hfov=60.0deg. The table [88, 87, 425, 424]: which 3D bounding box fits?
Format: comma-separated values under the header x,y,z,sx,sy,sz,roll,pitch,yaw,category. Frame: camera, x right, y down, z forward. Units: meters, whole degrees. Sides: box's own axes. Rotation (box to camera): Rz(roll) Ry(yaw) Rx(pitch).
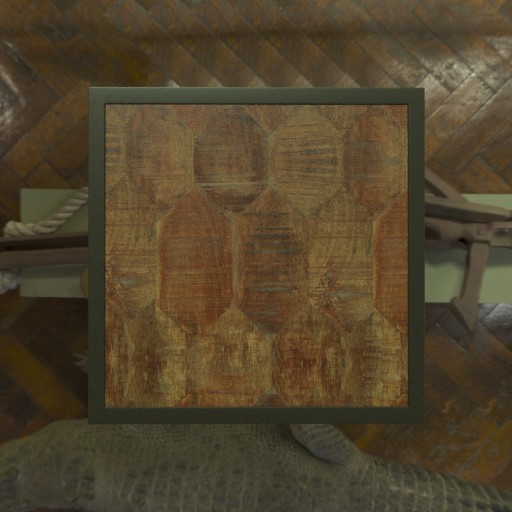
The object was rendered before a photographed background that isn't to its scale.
x,y,z,sx,sy,sz,roll,pitch,yaw,category
0.000,0.000,0.939,0.500,0.565,0.500,0,90,0,table
